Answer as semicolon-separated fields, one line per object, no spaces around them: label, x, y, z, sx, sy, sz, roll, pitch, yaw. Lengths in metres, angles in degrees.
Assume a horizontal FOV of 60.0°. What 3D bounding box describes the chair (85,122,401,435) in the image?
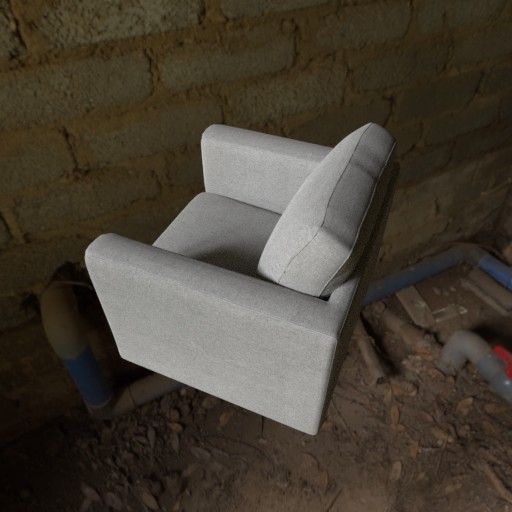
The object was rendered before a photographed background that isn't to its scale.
chair;0.000;0.000;1.608;0.800;0.927;0.855;17;48;16
